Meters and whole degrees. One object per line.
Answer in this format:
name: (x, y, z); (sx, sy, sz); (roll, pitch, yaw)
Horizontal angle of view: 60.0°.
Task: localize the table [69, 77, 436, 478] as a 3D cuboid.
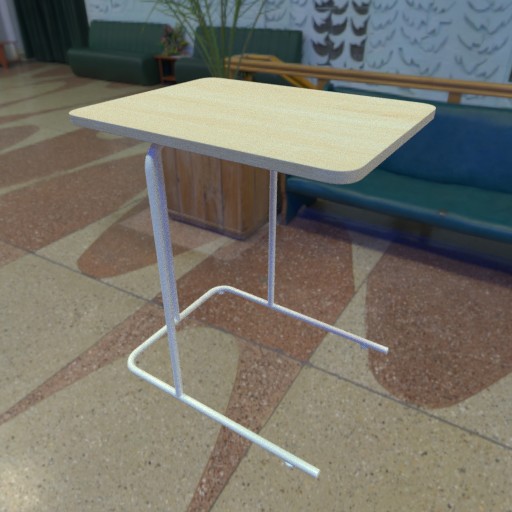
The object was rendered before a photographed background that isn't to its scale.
table: (0.000, 0.000, 0.850); (0.480, 0.550, 0.370); (19, 36, 28)
